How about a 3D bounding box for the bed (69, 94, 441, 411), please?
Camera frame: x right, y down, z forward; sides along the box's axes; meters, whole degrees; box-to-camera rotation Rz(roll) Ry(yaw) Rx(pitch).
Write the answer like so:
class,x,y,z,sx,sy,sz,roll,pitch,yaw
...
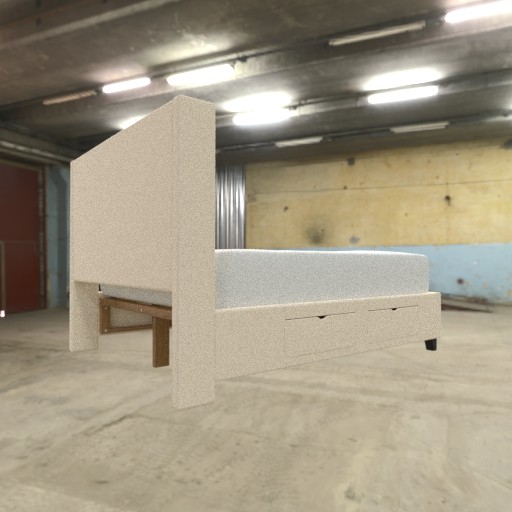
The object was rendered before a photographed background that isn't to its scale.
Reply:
class,x,y,z,sx,sy,sz,roll,pitch,yaw
bed,0.000,0.000,3.433,2.280,1.471,1.765,1,-1,-38
